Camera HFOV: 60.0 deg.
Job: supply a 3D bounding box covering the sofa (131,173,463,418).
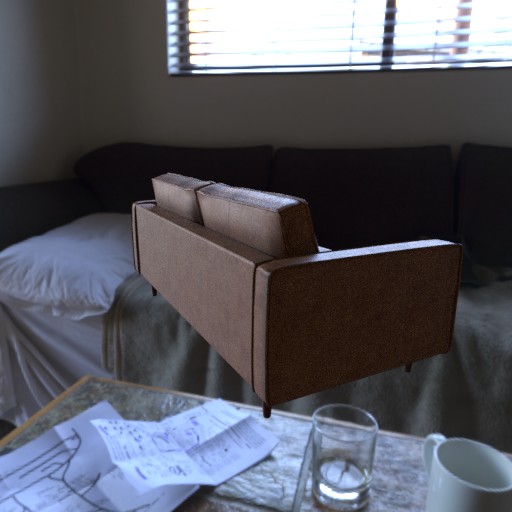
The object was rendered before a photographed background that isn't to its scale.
[{"bbox_3d":[0.000,0.000,2.429,0.924,0.825,1.920,-7,16,-27],"label":"sofa"}]
